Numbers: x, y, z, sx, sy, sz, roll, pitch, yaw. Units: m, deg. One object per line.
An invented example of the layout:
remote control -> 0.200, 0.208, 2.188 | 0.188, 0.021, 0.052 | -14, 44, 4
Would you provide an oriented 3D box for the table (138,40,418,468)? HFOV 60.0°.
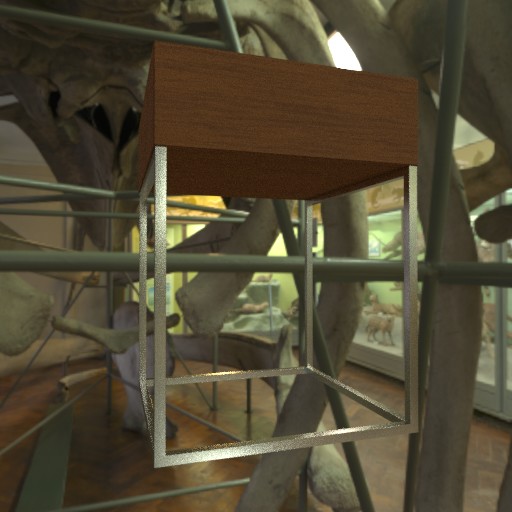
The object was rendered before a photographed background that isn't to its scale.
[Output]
table -> 0.000, 0.000, 0.807 | 0.397, 0.540, 0.398 | 0, -1, -18
